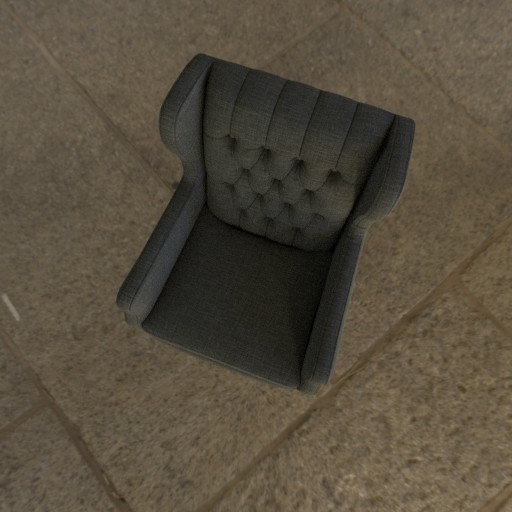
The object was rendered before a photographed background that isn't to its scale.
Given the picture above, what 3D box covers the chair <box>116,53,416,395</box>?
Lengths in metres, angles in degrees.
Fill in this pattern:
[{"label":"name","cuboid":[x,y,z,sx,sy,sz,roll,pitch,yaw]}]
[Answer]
[{"label":"chair","cuboid":[0.000,0.000,1.521,0.711,0.953,0.775,20,75,5]}]
